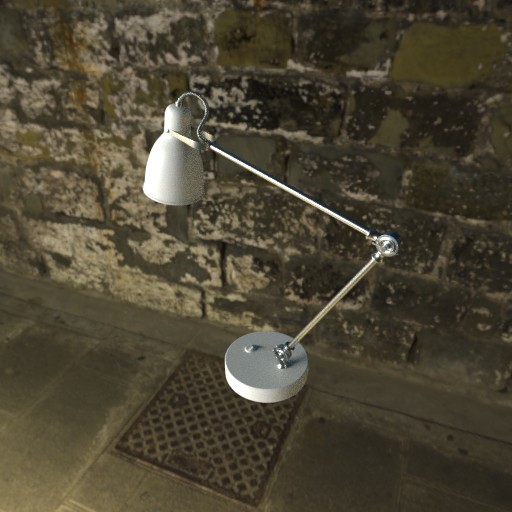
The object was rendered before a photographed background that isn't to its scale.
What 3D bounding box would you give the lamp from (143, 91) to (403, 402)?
[{"bbox_3d":[0.000,0.000,0.881,0.561,0.587,0.187,20,36,31],"label":"lamp"}]
